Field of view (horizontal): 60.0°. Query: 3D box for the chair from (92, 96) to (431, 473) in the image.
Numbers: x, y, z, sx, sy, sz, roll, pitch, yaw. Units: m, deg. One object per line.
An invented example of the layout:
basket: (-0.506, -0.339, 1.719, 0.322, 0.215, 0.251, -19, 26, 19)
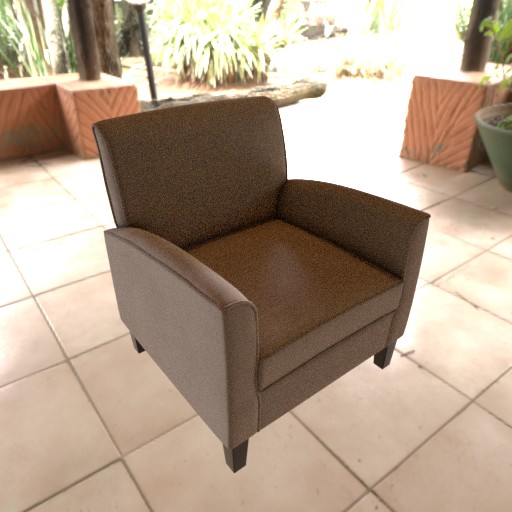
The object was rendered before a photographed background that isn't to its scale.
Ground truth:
chair: (0.000, 0.000, 1.563, 0.820, 0.915, 0.820, -22, 37, -32)
